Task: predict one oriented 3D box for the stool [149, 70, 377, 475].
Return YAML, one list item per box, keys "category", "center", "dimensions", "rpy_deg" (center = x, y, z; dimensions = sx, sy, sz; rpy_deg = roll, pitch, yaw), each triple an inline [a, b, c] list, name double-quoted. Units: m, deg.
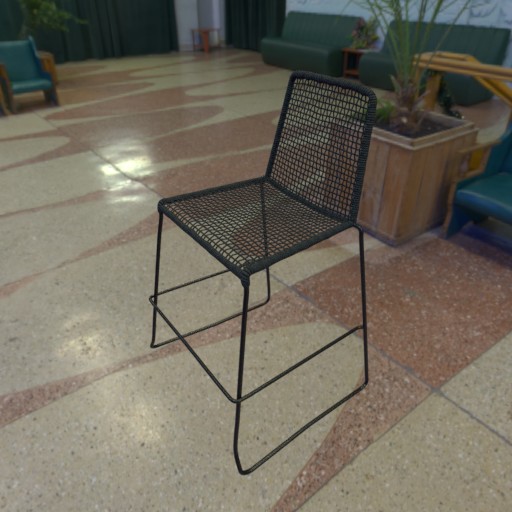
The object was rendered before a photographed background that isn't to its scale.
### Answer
- category: "stool"
  center: [0.000, 0.000, 1.248]
  dimensions: [0.509, 0.905, 0.590]
  rpy_deg: [-21, 38, -29]
